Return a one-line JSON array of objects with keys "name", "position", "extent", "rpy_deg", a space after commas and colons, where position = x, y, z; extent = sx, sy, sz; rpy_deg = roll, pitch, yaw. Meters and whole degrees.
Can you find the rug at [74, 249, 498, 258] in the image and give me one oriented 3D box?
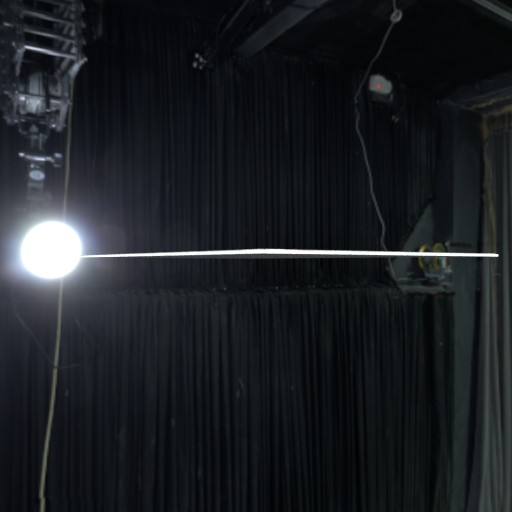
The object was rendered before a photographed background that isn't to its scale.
[{"name": "rug", "position": [0.000, 0.000, 2.772], "extent": [1.598, 0.014, 2.202], "rpy_deg": [0, -1, -37]}]
